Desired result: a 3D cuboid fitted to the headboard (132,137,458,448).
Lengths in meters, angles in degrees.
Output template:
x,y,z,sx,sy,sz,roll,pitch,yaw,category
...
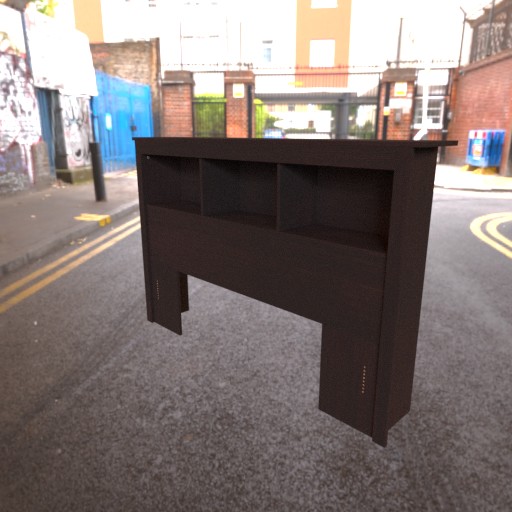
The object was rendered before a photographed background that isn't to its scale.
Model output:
x,y,z,sx,sy,sz,roll,pitch,yaw,category
0.000,0.000,2.130,0.279,1.092,1.671,-15,22,-43,headboard
